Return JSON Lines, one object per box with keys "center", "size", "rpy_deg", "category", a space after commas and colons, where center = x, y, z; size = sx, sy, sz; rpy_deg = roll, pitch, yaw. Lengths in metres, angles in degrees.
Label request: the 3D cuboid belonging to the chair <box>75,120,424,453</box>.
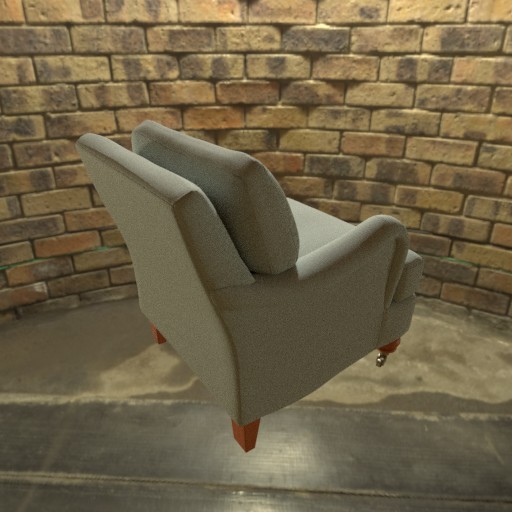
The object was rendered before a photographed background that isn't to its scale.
{"center": [0.000, 0.000, 1.820], "size": [1.070, 1.038, 0.955], "rpy_deg": [-17, 31, -31], "category": "chair"}
